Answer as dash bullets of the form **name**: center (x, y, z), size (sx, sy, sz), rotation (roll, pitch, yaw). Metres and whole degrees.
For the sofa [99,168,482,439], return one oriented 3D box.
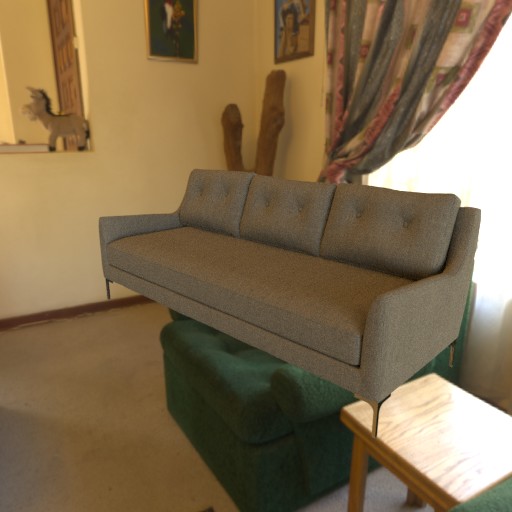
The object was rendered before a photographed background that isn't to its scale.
- **sofa**: center (0.000, 0.000, 2.476), size (2.060, 0.837, 0.849), rotation (15, 22, 42)
